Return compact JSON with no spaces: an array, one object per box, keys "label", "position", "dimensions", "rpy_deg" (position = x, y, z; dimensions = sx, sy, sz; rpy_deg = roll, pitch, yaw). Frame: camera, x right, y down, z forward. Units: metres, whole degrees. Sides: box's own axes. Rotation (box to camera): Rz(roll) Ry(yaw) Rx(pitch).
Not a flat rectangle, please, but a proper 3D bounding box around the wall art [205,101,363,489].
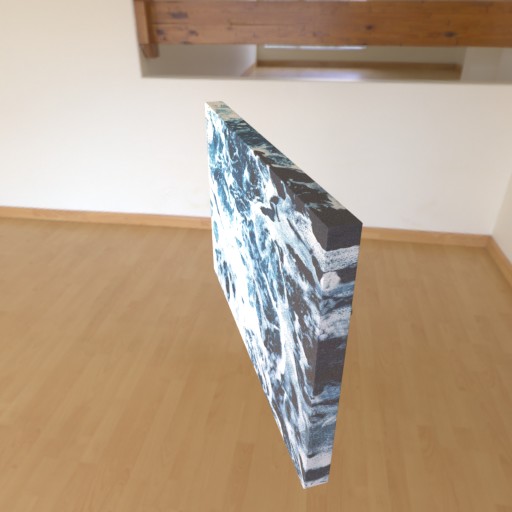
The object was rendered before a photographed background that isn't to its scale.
[{"label":"wall art","position":[0.000,0.000,0.772],"dimensions":[0.043,0.407,0.609],"rpy_deg":[-8,31,-14]}]
